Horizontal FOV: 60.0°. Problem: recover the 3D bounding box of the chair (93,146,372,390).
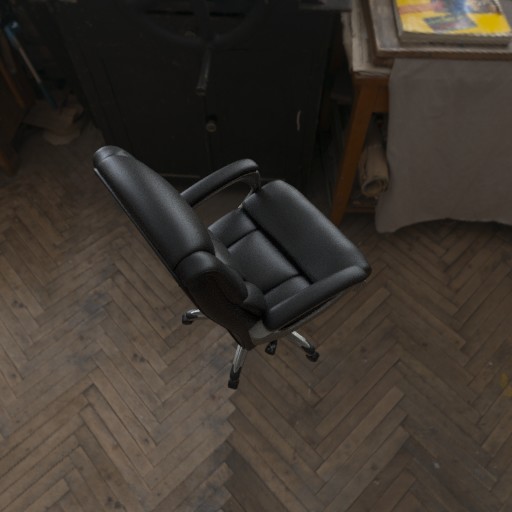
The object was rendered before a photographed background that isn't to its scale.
[{"bbox_3d":[0.000,0.000,1.606,0.739,1.155,0.663,-33,64,-18],"label":"chair"}]
